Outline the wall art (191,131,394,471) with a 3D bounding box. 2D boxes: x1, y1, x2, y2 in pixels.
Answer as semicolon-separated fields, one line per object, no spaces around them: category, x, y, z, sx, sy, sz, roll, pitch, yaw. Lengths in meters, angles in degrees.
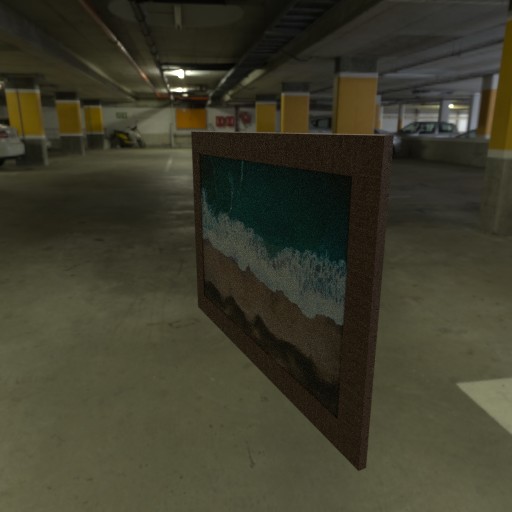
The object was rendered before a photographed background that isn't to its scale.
wall art;0.000;0.000;1.167;0.019;0.626;0.917;-8;18;-26
